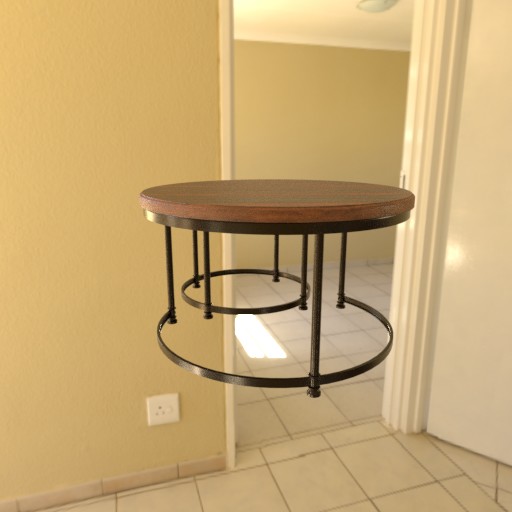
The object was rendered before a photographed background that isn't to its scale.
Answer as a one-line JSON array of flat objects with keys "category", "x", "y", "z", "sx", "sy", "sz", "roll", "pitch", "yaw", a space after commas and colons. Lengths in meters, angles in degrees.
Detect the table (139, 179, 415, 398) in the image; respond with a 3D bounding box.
[{"category": "table", "x": 0.000, "y": 0.000, "z": 1.642, "sx": 0.870, "sy": 0.516, "sz": 1.152, "roll": -7, "pitch": 16, "yaw": -26}]
